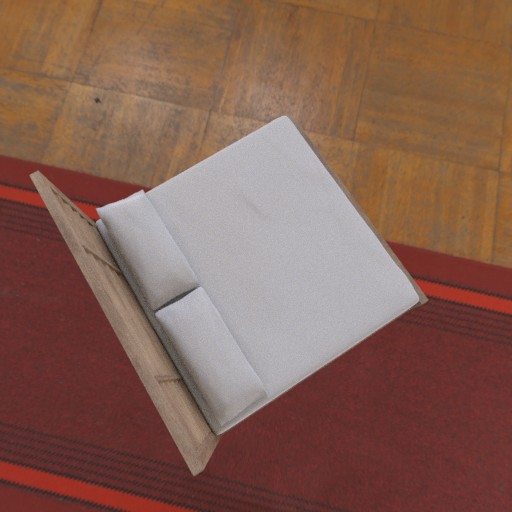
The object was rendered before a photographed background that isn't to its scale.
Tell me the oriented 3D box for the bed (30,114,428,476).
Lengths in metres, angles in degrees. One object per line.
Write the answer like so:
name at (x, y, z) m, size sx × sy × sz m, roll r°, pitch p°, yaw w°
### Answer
bed at (0.000, 0.000, 3.463) m, size 2.062 × 1.626 × 2.032 m, roll -31°, pitch 78°, yaw -8°
